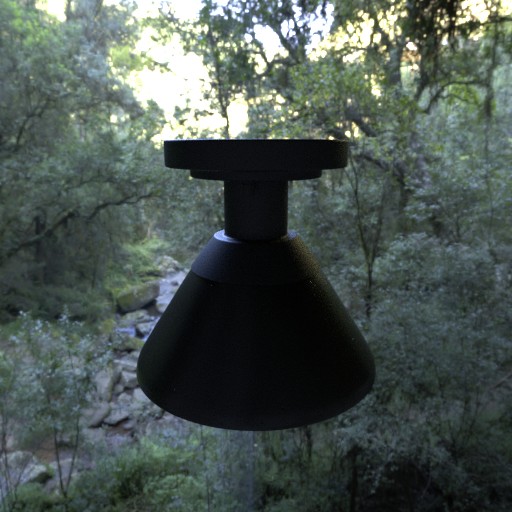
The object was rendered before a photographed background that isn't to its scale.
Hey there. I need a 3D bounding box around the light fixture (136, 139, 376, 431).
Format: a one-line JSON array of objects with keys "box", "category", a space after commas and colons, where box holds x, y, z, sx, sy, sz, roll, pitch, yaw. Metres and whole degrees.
[{"box": [0.000, 0.000, 0.361, 0.200, 0.183, 0.200, 0, 14, 0], "category": "light fixture"}]
